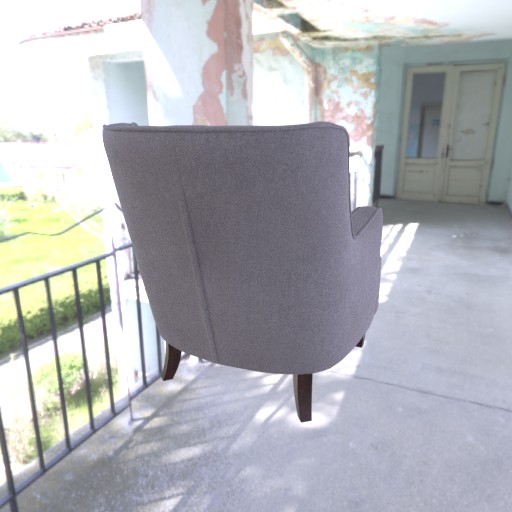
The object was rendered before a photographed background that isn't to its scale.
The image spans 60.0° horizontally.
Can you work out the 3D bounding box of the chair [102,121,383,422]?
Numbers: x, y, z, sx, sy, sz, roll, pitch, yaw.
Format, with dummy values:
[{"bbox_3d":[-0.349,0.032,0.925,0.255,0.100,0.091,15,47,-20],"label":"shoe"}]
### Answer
[{"bbox_3d":[0.000,0.000,1.595,0.781,0.919,0.910,8,18,25],"label":"chair"}]
